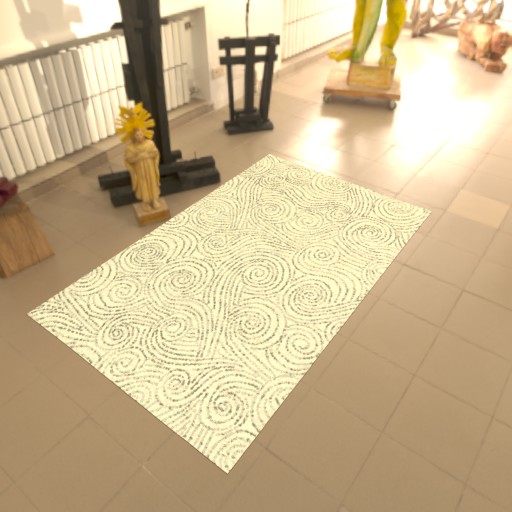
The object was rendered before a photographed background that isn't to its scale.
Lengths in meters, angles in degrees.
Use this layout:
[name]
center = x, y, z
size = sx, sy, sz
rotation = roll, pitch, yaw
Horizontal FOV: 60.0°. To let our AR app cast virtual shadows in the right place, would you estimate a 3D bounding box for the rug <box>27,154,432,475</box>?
[rug]
center = 0.000, 0.000, 2.978
size = 1.524, 0.005, 2.439
rotation = 26, 47, 27
